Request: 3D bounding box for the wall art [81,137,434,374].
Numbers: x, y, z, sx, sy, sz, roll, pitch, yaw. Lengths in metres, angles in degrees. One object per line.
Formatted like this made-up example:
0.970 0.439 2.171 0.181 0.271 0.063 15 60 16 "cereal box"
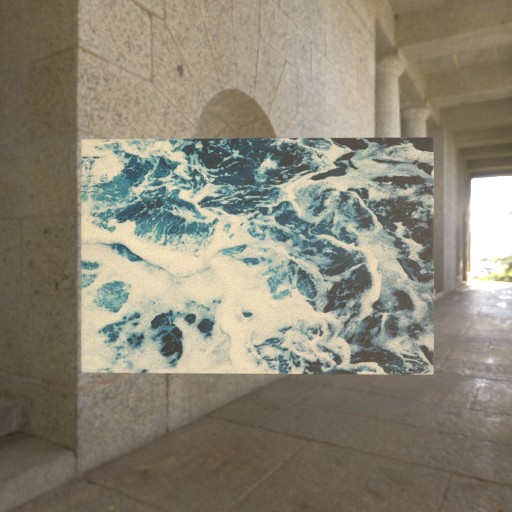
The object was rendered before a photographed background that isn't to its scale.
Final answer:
0.000 0.000 1.169 0.915 0.610 0.042 0 0 1 "wall art"
